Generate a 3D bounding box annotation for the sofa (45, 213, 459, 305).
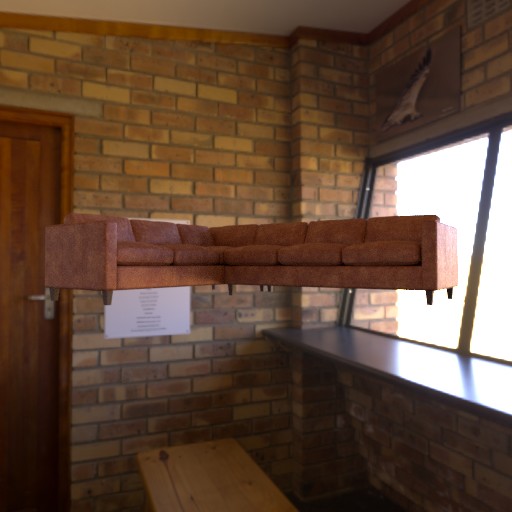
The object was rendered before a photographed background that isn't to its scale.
[{"bbox_3d":[0.000,0.000,4.251,3.150,0.838,2.438,-1,-1,35],"label":"sofa"}]
